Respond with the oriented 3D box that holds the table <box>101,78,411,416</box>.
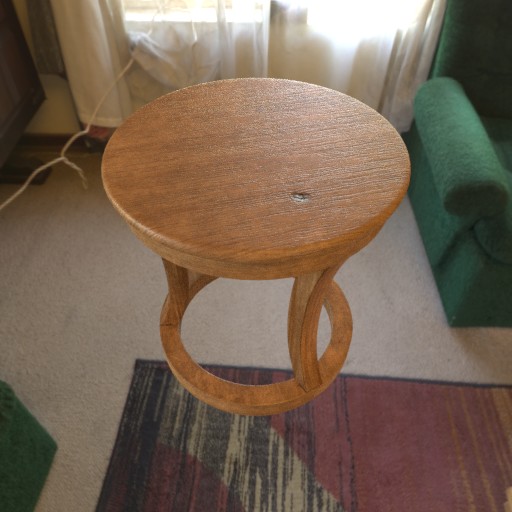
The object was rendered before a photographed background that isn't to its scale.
[{"bbox_3d":[0.000,0.000,0.796,0.432,0.460,0.432,0,47,0],"label":"table"}]
